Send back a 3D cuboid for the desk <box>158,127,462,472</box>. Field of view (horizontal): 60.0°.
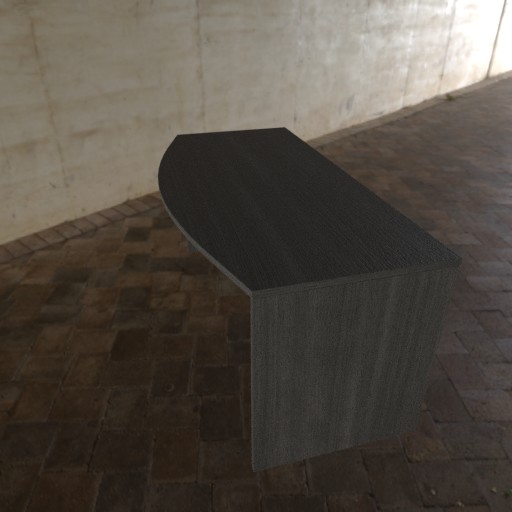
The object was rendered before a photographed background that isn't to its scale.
[{"bbox_3d":[0.000,0.000,2.052,0.802,0.750,1.600,-8,31,-13],"label":"desk"}]
